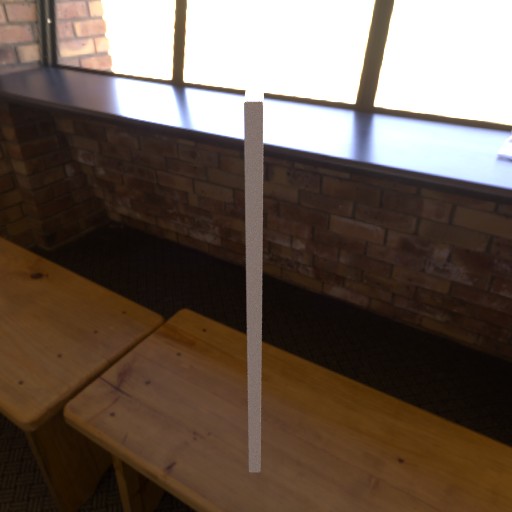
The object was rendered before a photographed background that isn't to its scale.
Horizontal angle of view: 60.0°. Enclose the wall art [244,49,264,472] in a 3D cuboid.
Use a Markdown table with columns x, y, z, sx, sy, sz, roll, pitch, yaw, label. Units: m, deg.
| x | y | z | sx | sy | sz | roll | pitch | yaw | label |
| --- | --- | --- | --- | --- | --- | --- | --- | --- | --- |
| 0.000 | 0.000 | 1.497 | 0.038 | 1.183 | 0.808 | 0 | 32 | 1 | wall art |
